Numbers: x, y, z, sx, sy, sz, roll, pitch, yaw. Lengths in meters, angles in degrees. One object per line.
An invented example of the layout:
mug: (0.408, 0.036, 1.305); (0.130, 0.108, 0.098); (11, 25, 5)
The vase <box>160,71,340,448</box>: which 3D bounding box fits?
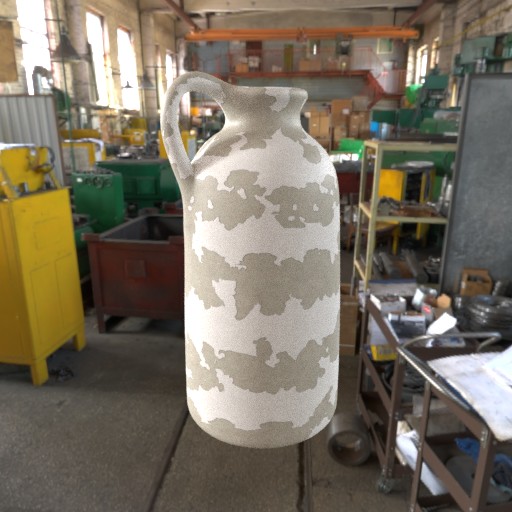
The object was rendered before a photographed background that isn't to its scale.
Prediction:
vase: (0.000, 0.000, 0.502); (0.203, 0.382, 0.186); (-9, 18, -27)
